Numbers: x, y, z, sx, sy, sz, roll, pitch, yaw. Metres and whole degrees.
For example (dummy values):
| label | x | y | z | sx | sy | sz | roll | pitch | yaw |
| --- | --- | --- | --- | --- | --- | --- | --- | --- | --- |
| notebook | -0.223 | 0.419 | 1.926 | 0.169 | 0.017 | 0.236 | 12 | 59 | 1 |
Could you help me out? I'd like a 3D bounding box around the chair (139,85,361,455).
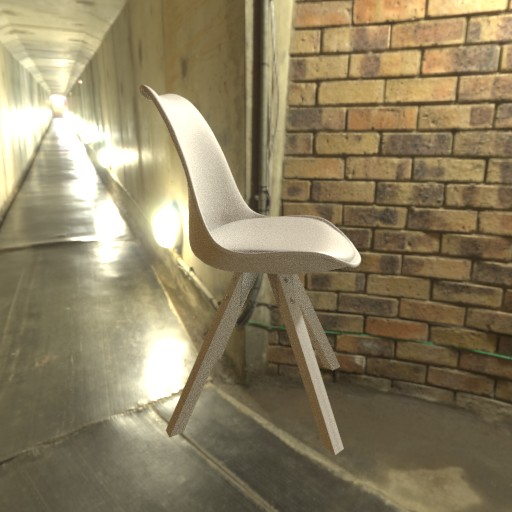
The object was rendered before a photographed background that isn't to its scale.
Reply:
| label | x | y | z | sx | sy | sz | roll | pitch | yaw |
| --- | --- | --- | --- | --- | --- | --- | --- | --- | --- |
| chair | 0.000 | 0.000 | 1.193 | 0.550 | 0.850 | 0.485 | 2 | 15 | 9 |
